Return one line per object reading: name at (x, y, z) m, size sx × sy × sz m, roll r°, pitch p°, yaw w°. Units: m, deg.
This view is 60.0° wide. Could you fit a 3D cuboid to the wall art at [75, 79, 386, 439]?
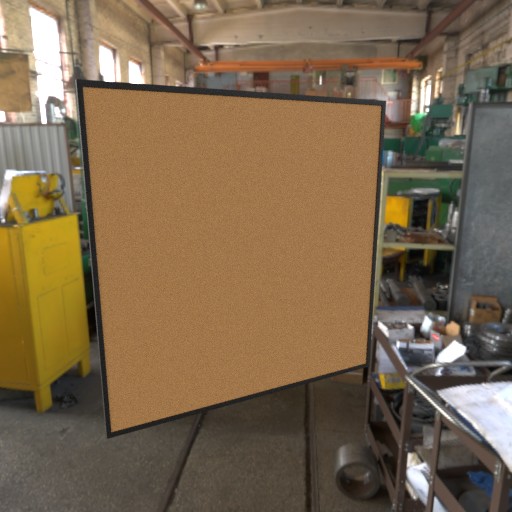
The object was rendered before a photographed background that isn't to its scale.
wall art at (0.000, 0.000, 0.948) m, size 0.664 × 0.663 × 0.015 m, roll -7°, pitch 15°, yaw -27°
